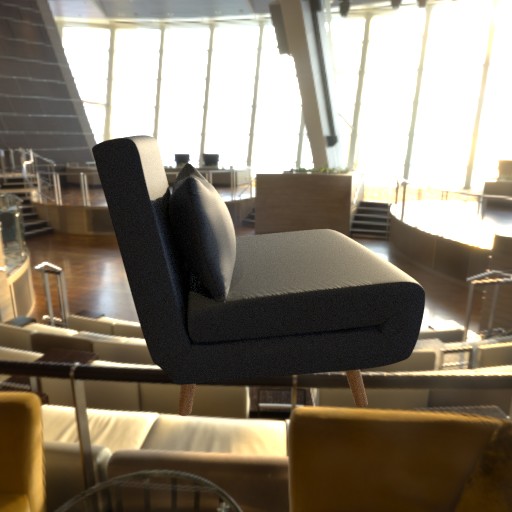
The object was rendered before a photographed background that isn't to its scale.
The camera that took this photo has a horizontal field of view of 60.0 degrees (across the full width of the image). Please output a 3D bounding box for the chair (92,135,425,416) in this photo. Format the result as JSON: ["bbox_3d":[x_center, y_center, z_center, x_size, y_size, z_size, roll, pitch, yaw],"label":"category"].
[{"bbox_3d":[0.000,0.000,1.536,0.900,0.808,0.770,-2,15,-8],"label":"chair"}]
